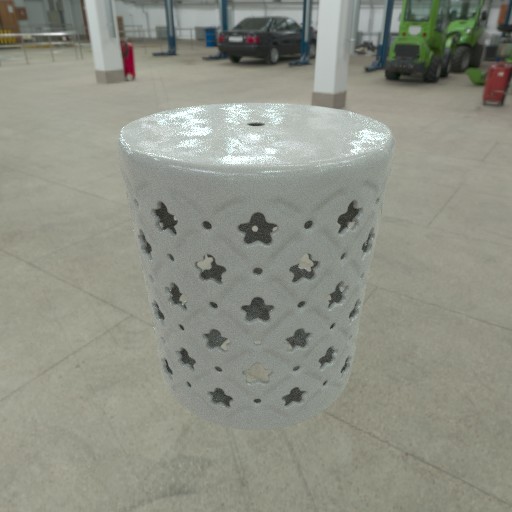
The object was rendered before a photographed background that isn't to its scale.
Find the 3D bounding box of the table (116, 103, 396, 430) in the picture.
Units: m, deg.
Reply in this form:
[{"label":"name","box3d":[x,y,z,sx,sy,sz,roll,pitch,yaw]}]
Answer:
[{"label":"table","box3d":[0.000,0.000,0.661,0.352,0.387,0.352,0,29,0]}]
